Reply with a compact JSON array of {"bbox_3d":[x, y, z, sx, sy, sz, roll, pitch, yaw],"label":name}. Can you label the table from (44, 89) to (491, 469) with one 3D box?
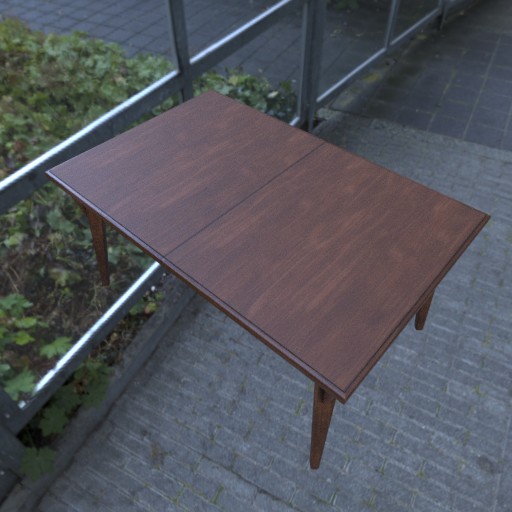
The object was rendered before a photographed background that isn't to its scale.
[{"bbox_3d":[0.000,0.000,2.059,1.524,0.761,0.990,33,55,27],"label":"table"}]
